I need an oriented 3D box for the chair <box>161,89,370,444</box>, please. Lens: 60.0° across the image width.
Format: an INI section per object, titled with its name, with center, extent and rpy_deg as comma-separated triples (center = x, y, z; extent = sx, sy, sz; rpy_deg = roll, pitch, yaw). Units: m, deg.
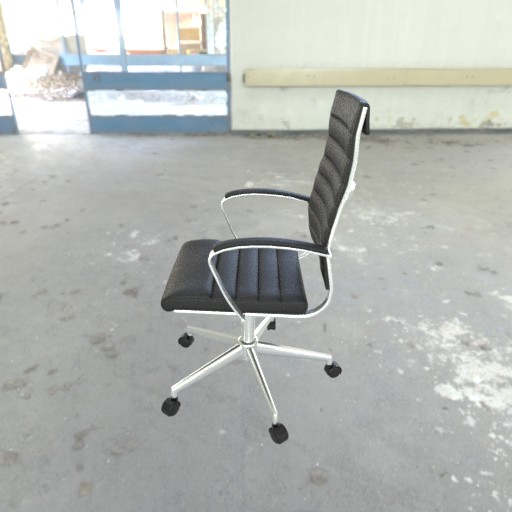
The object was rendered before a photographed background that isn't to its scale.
[chair]
center = 0.000, 0.000, 1.677
extent = 0.739, 1.149, 0.766
rpy_deg = 0, 25, 0
